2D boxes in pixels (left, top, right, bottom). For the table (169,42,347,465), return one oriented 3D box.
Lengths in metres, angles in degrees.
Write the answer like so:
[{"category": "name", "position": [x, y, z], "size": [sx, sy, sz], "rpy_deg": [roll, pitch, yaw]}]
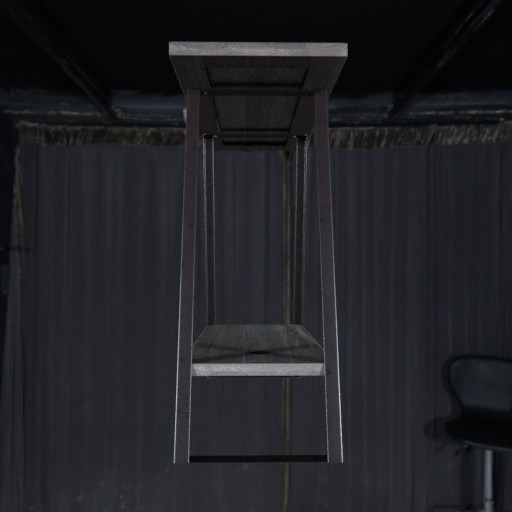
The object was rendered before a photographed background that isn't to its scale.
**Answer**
[{"category": "table", "position": [0.000, 0.000, 1.032], "size": [0.300, 0.701, 0.599], "rpy_deg": [0, -2, -1]}]
